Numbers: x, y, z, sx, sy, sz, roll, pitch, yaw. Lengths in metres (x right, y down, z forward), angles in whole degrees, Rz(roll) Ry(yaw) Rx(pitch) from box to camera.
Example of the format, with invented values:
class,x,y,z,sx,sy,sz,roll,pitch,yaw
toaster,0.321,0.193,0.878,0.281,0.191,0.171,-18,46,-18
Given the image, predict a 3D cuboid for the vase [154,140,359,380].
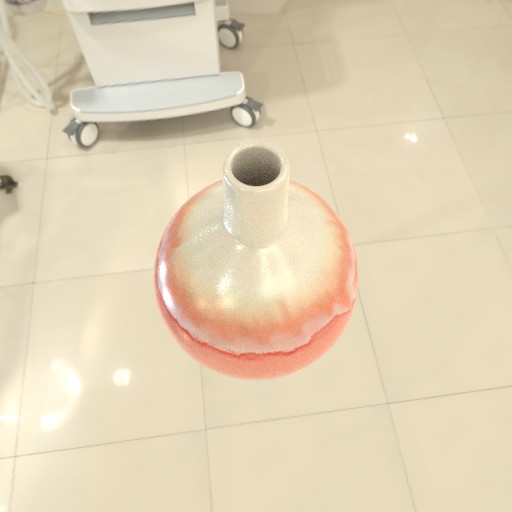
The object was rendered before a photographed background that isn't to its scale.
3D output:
class,x,y,z,sx,sy,sz,roll,pitch,yaw
vase,0.000,0.000,0.276,0.137,0.176,0.137,0,62,0
